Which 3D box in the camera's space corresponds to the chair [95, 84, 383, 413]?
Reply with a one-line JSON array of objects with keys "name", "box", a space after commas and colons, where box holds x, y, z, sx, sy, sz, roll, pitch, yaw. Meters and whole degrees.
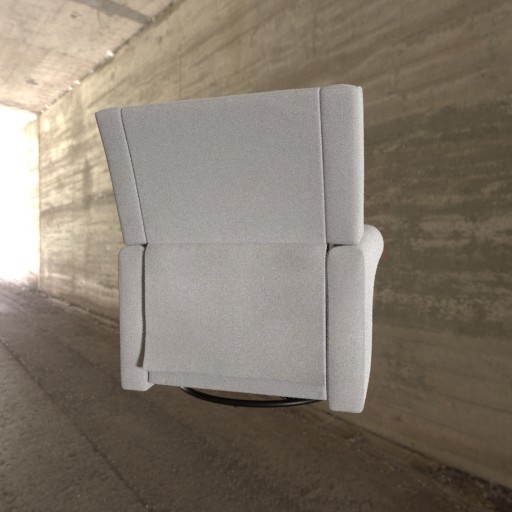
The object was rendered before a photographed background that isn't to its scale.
[{"name": "chair", "box": [0.000, 0.000, 1.643, 0.906, 0.967, 0.854, 0, 1, 16]}]
